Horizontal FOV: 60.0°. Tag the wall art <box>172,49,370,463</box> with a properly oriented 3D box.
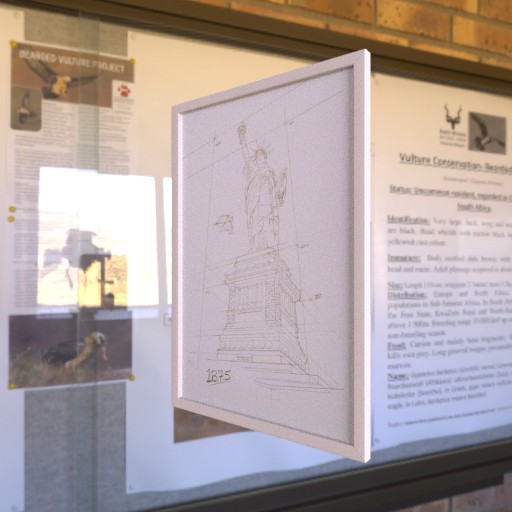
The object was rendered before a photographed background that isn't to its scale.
[{"bbox_3d":[0.000,0.000,1.519,0.808,1.183,0.038,0,0,37],"label":"wall art"}]
